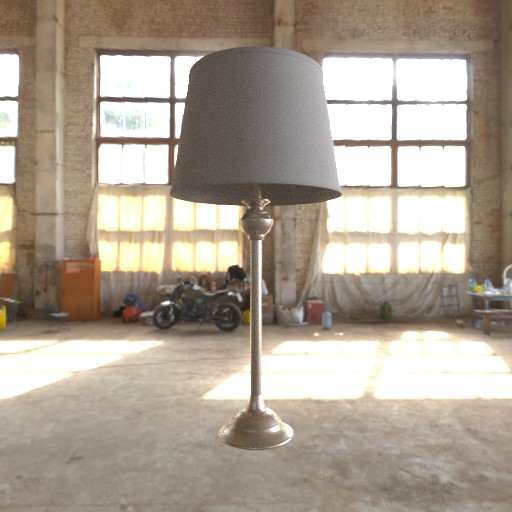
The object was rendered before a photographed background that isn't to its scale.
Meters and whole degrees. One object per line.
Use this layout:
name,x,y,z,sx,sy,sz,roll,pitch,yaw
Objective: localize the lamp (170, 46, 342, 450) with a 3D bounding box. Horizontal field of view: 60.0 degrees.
lamp,0.000,0.000,0.868,0.331,0.698,0.331,0,0,0
